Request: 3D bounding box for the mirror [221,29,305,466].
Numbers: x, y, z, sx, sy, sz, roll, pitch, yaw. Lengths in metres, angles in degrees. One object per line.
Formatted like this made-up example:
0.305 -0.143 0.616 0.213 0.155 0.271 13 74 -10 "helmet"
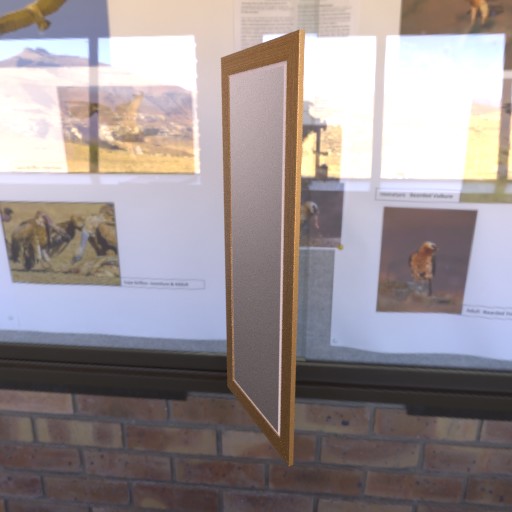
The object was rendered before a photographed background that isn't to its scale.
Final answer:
0.000 0.000 2.345 0.025 2.031 0.812 -8 18 -25 "mirror"
